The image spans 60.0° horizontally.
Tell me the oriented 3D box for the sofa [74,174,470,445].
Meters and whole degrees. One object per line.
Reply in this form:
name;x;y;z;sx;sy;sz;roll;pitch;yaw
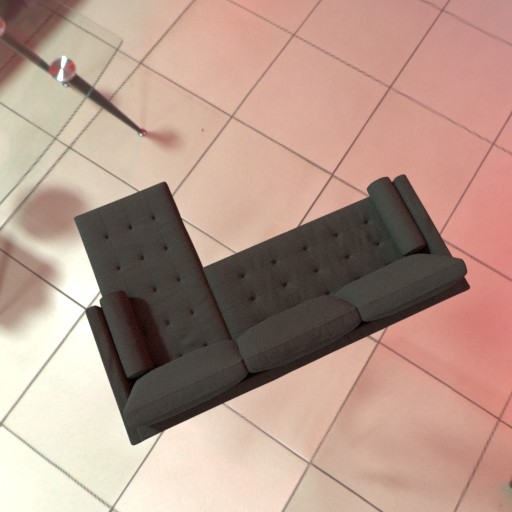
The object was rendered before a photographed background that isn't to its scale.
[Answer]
sofa;0.000;0.000;2.880;2.178;0.876;1.506;-23;76;-6
